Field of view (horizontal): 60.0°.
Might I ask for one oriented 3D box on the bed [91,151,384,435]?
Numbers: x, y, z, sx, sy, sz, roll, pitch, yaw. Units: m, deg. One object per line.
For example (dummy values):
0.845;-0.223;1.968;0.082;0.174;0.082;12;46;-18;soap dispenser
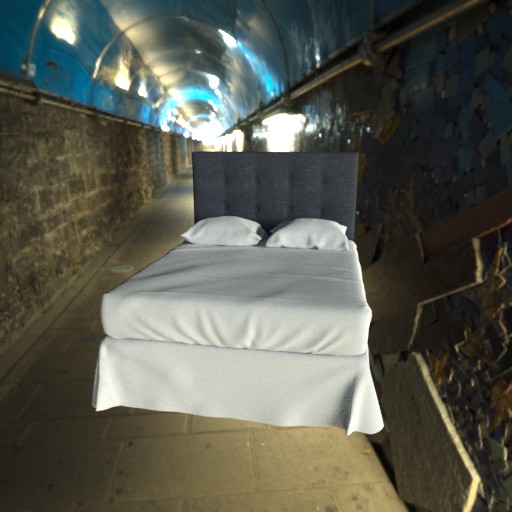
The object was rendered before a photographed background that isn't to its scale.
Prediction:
0.000;0.000;3.544;1.936;1.577;2.222;3;15;9;bed
